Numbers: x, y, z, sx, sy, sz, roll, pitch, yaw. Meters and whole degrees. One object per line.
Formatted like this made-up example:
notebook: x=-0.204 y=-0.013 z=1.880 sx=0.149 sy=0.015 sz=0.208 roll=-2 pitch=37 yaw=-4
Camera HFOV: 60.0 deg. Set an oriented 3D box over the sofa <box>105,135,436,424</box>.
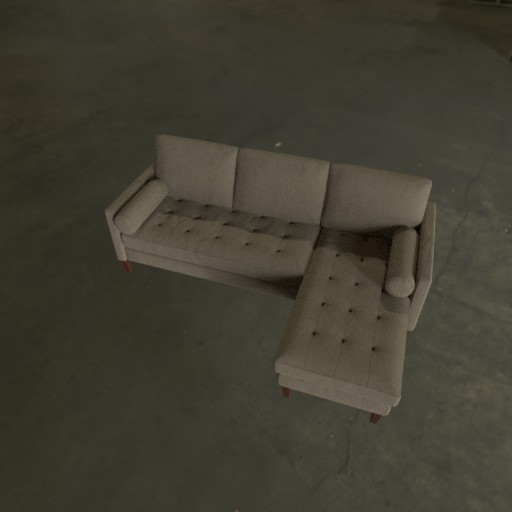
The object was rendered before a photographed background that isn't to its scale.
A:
sofa: x=0.000 y=0.000 z=2.948 sx=2.178 sy=0.875 sz=1.506 roll=13 pitch=43 yaw=14
